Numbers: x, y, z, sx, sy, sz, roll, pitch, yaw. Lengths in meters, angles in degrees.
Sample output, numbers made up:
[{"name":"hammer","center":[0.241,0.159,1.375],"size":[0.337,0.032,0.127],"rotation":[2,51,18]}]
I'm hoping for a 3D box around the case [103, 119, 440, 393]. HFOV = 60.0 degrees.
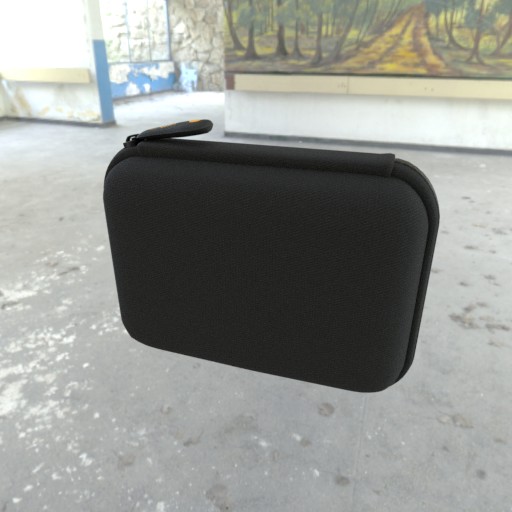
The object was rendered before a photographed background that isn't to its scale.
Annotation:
[{"name":"case","center":[0.000,0.000,0.180],"size":[0.132,0.105,0.038],"rotation":[8,26,16]}]
